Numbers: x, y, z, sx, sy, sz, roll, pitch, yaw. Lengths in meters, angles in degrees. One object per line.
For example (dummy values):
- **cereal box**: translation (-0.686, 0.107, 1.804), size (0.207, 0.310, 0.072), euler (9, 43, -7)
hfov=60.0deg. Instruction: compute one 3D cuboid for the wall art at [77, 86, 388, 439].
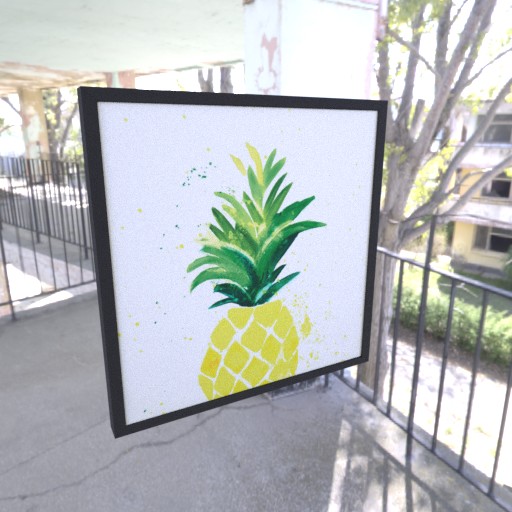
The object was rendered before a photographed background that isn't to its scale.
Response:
- **wall art**: translation (0.000, 0.000, 0.742), size (0.508, 0.507, 0.033), euler (-8, 17, -27)
